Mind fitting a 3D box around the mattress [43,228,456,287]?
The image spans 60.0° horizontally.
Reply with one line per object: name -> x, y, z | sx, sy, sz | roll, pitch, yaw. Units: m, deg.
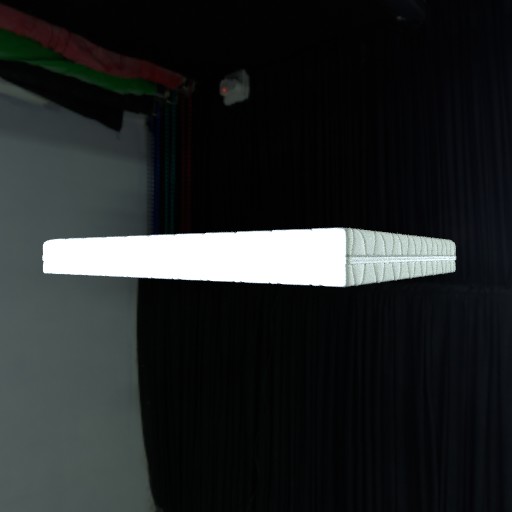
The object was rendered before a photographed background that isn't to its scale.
mattress -> 0.000, 0.000, 2.648 | 1.900, 0.200, 1.600 | 0, 0, 36
